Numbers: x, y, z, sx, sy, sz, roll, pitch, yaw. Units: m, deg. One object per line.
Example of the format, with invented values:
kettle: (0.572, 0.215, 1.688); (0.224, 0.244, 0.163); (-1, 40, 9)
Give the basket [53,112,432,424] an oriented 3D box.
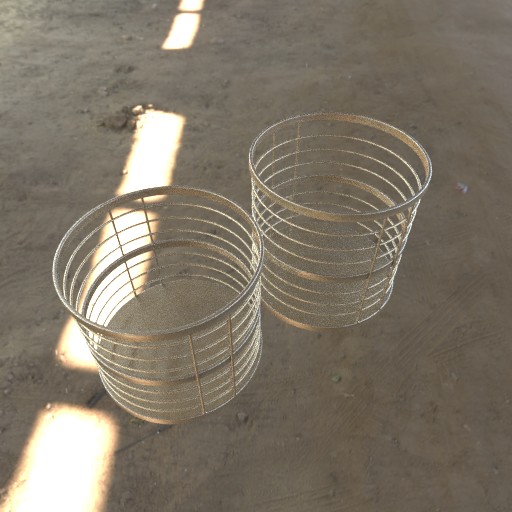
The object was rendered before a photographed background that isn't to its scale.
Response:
basket: (0.000, 0.000, 0.929); (0.746, 0.351, 0.356); (-25, 51, -22)
